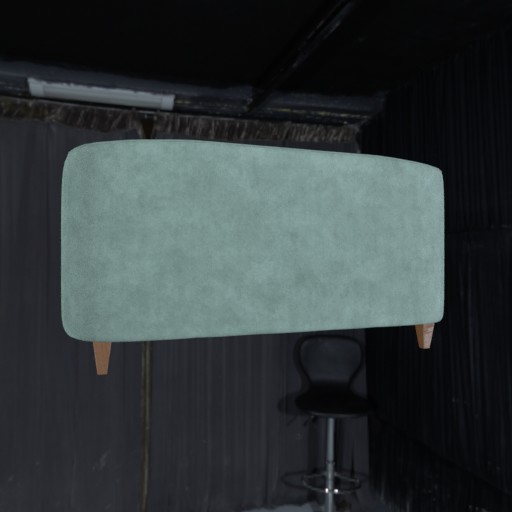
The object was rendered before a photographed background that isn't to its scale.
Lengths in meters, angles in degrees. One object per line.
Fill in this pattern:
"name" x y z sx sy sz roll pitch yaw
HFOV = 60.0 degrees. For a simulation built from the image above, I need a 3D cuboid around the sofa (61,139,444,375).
"sofa" 0.000 0.000 2.172 1.733 0.855 0.941 0 0 -19
